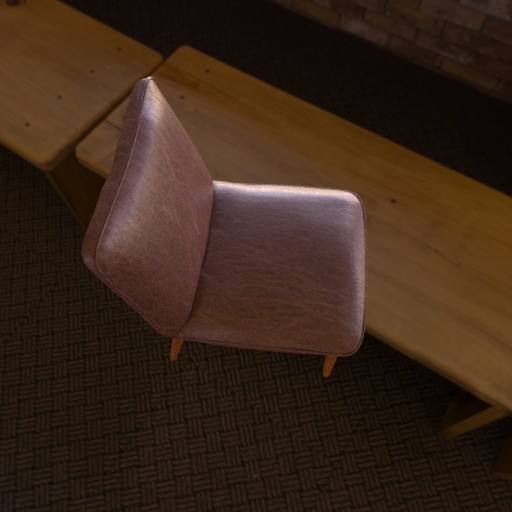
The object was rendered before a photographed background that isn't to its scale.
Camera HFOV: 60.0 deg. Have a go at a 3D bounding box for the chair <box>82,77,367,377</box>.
[{"bbox_3d":[0.000,0.000,1.244,0.645,0.803,0.543,1,64,1],"label":"chair"}]
